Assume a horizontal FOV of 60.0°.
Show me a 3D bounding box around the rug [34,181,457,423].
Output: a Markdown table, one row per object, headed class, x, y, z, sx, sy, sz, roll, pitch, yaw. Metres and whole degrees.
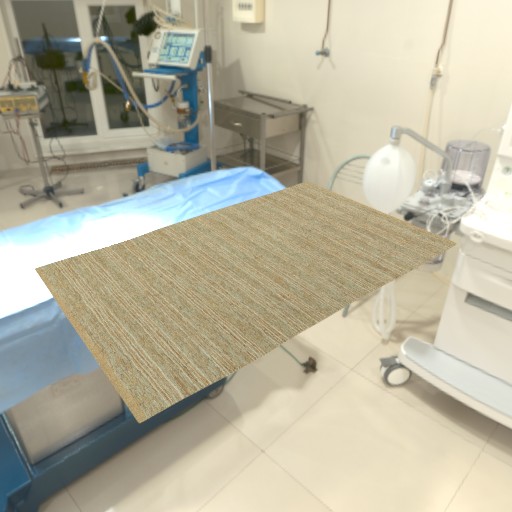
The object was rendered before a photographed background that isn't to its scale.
| class | x | y | z | sx | sy | sz | roll | pitch | yaw |
| --- | --- | --- | --- | --- | --- | --- | --- | --- | --- |
| rug | 0.000 | 0.000 | 3.004 | 2.448 | 0.012 | 1.540 | -22 | 37 | -32 |
